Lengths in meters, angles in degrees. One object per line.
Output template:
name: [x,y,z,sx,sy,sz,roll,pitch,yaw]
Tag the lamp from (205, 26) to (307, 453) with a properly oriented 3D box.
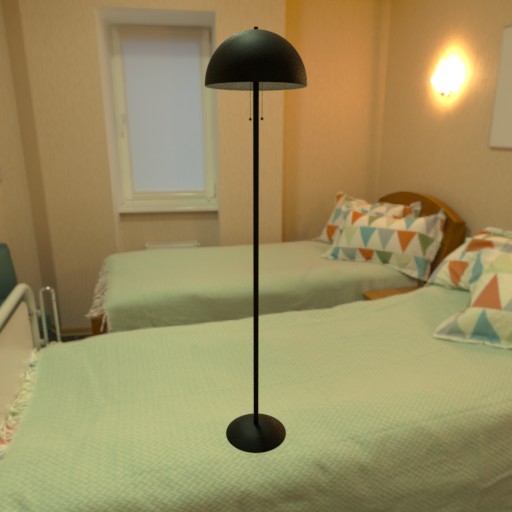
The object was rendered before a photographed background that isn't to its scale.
lamp: [0.000,0.000,1.582,0.328,1.480,0.328,-16,22,-43]
